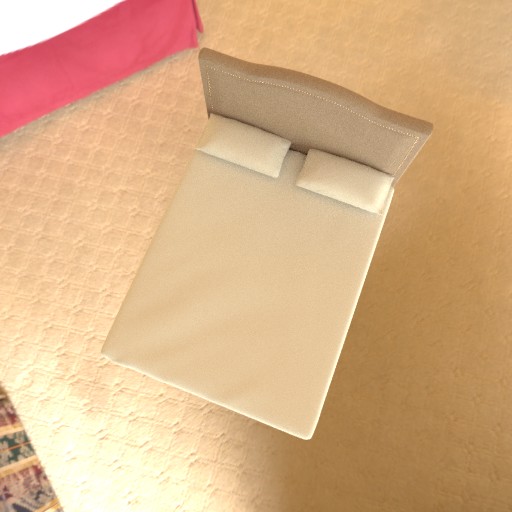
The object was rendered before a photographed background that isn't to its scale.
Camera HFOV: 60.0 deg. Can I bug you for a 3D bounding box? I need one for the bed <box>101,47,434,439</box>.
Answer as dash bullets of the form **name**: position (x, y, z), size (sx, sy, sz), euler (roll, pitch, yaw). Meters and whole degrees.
- **bed**: position (0.000, 0.000, 3.398), size (1.821, 1.436, 2.282), euler (21, 76, 5)
